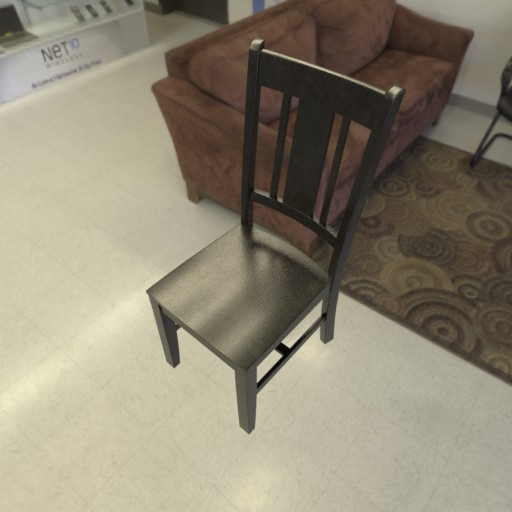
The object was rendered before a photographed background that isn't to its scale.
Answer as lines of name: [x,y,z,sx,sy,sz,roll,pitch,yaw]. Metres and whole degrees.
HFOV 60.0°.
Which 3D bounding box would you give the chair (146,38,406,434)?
chair: [0.000,0.000,1.324,0.450,0.998,0.555,32,55,27]
